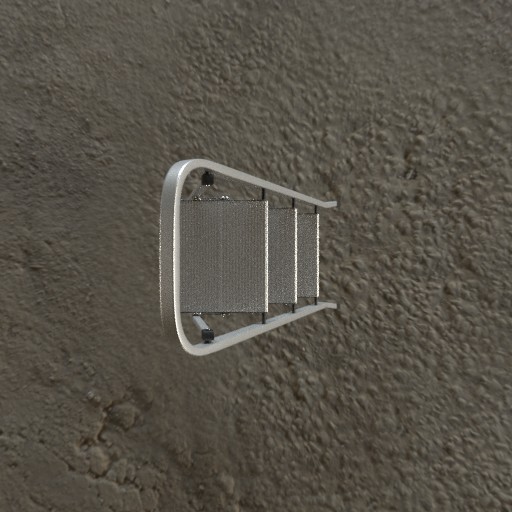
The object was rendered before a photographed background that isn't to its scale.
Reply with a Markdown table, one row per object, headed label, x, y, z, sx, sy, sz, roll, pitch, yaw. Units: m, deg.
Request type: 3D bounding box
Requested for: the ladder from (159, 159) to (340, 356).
| label | x | y | z | sx | sy | sz | roll | pitch | yaw |
| --- | --- | --- | --- | --- | --- | --- | --- | --- | --- |
| ladder | 0.000 | 0.000 | 1.370 | 0.704 | 1.070 | 0.465 | 0 | 90 | 1 |
